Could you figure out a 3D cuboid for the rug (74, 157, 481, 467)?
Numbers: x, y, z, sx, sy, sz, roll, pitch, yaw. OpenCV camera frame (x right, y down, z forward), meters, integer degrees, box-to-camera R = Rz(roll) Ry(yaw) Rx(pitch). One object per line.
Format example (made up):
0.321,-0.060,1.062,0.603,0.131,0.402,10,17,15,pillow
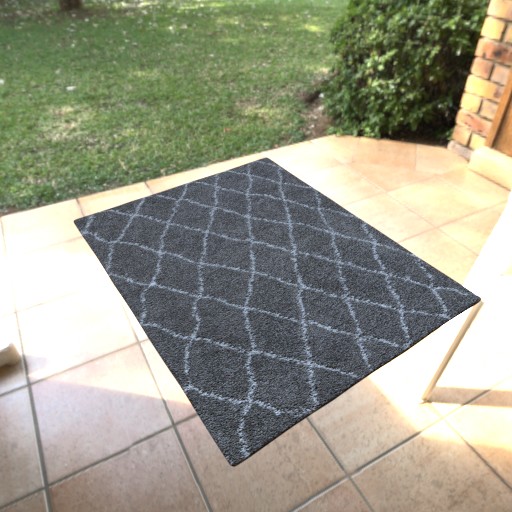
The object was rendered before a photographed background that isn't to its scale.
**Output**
0.000,0.000,4.084,2.438,0.029,3.047,-24,45,-26,rug
